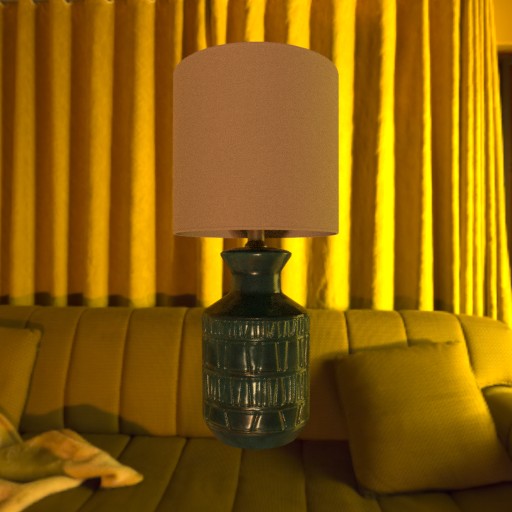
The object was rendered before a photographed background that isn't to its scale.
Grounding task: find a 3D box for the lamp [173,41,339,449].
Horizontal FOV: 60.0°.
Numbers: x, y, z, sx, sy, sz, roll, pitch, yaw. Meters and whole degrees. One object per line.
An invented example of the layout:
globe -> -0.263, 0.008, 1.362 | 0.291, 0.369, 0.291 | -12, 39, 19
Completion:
lamp -> 0.000, 0.000, 0.574 | 0.211, 0.455, 0.211 | 0, 0, -18
